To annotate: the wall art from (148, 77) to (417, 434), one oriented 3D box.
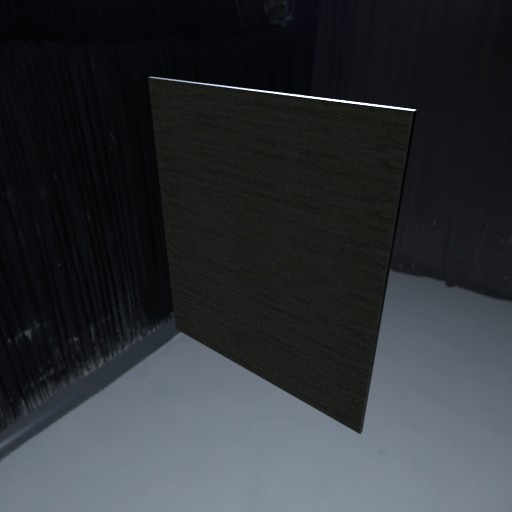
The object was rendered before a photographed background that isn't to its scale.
[{"bbox_3d":[0.000,0.000,0.790,0.483,0.559,0.009,21,35,33],"label":"wall art"}]
